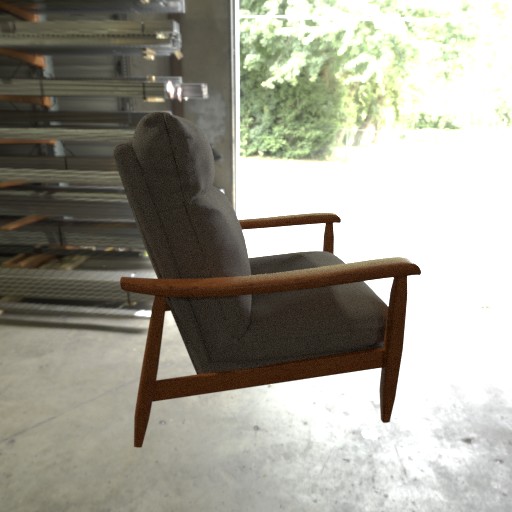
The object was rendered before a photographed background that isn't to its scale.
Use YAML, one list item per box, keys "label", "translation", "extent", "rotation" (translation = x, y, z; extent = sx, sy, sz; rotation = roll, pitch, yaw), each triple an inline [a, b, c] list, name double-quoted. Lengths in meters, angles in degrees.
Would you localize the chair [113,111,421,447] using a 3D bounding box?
- label: "chair"
  translation: [0.000, 0.000, 1.511]
  extent: [0.816, 0.922, 0.782]
  rotation: [-2, 17, -8]
